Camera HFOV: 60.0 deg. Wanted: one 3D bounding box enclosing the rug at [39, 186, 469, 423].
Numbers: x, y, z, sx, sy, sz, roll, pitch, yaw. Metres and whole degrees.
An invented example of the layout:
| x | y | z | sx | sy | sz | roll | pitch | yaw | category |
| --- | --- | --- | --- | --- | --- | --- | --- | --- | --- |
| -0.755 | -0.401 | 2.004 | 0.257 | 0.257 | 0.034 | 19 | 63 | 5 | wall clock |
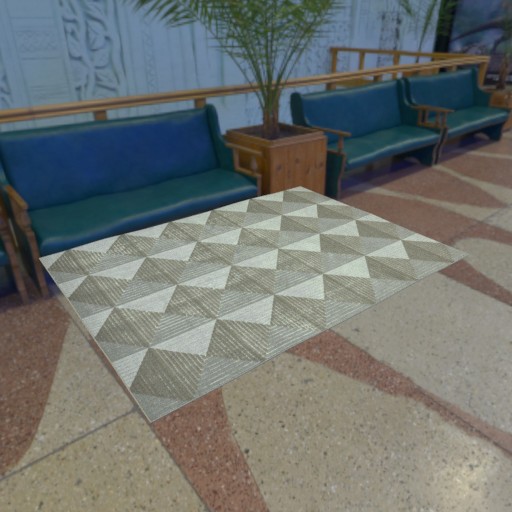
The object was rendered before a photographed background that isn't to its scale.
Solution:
| x | y | z | sx | sy | sz | roll | pitch | yaw | category |
| --- | --- | --- | --- | --- | --- | --- | --- | --- | --- |
| 0.000 | 0.000 | 4.240 | 3.333 | 0.027 | 2.428 | -20 | 34 | -32 | rug |
